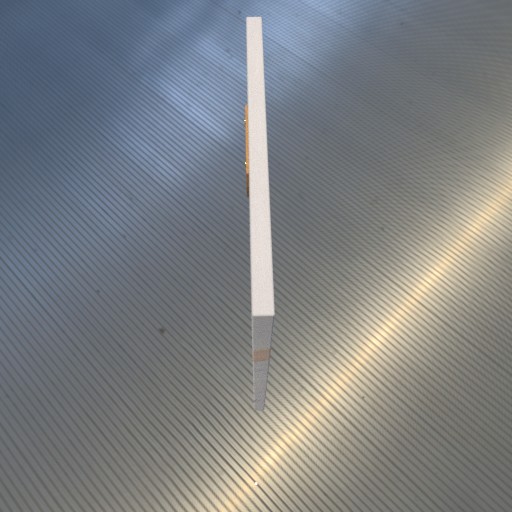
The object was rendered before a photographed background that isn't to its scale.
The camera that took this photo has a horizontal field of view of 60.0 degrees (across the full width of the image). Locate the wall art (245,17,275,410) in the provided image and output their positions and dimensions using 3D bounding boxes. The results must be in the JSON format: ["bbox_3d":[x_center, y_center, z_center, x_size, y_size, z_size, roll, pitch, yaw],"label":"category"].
[{"bbox_3d":[0.000,0.000,1.100,0.036,0.848,0.613,-1,63,-1],"label":"wall art"}]
